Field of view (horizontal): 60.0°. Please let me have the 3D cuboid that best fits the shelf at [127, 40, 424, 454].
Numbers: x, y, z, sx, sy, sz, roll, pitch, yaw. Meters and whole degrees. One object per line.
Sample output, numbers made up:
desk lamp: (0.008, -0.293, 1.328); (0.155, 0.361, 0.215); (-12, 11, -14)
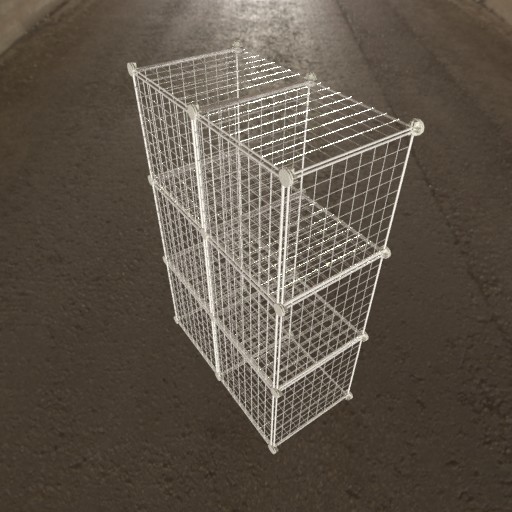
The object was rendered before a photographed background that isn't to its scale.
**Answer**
shelf: (0.000, 0.000, 1.406); (0.356, 1.067, 0.711); (-25, 47, -26)
